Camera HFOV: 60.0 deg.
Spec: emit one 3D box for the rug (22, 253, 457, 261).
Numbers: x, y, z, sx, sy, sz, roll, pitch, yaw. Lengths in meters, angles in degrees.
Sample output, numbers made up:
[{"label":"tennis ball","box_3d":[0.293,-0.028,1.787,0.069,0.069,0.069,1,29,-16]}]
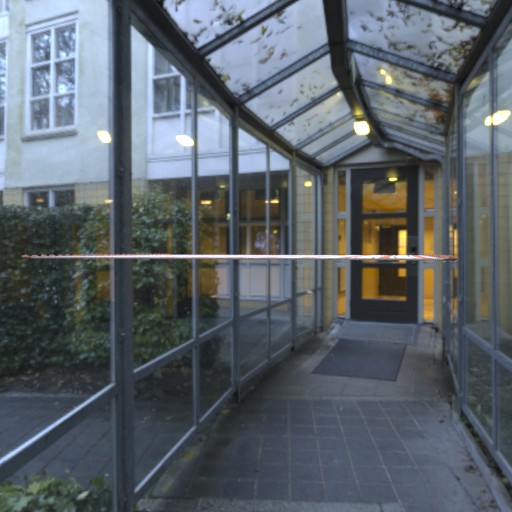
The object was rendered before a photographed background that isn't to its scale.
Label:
[{"label":"rug","box_3d":[0.000,0.000,4.362,3.369,0.035,2.451,0,1,18]}]
